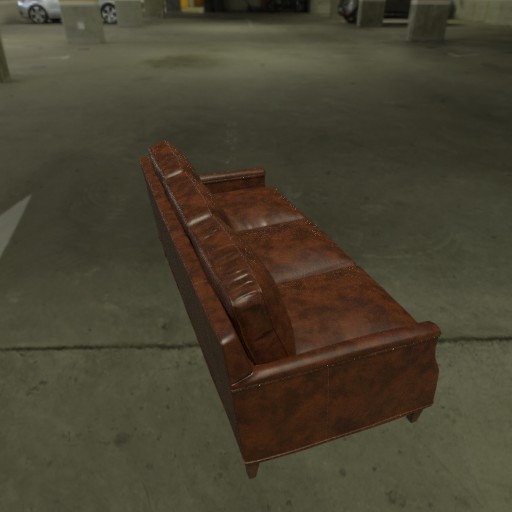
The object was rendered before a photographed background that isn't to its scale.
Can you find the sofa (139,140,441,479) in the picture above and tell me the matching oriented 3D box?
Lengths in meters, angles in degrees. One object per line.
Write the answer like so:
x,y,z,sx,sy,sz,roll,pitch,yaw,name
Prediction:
0.000,0.000,2.756,1.084,1.003,2.240,-11,32,-17,sofa
